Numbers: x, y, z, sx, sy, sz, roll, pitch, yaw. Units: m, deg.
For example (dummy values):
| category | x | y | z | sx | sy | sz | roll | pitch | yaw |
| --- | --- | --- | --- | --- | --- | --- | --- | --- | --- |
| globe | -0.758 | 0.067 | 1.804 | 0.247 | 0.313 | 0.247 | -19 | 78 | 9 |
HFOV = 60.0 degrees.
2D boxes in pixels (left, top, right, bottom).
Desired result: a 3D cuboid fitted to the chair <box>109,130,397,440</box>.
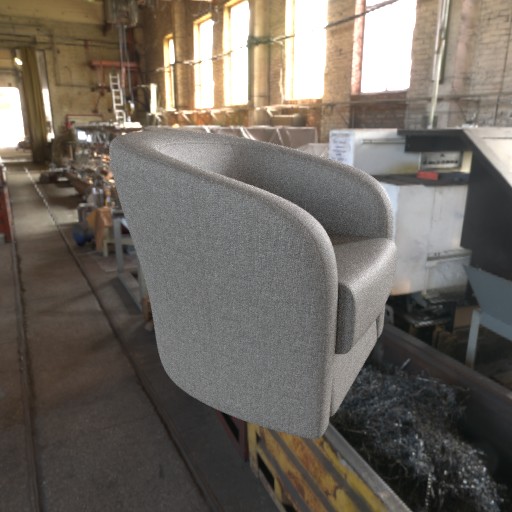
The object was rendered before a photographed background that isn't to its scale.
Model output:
| category | x | y | z | sx | sy | sz | roll | pitch | yaw |
| --- | --- | --- | --- | --- | --- | --- | --- | --- | --- |
| chair | 0.000 | 0.000 | 1.421 | 0.815 | 0.771 | 0.791 | 8 | 18 | 27 |
